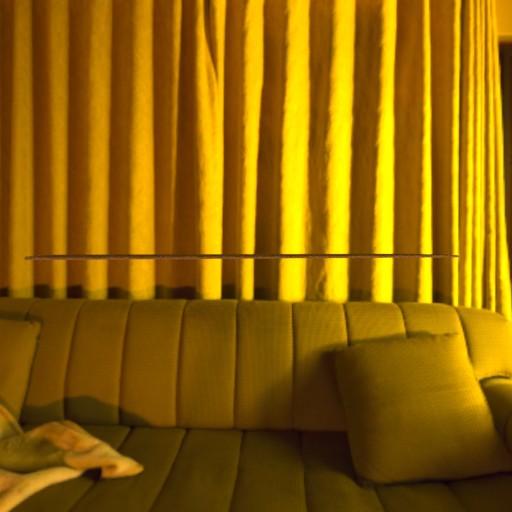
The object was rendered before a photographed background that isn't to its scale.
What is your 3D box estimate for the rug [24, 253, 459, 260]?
[{"bbox_3d":[0.000,0.000,2.557,2.297,0.019,0.659,0,1,-18],"label":"rug"}]
